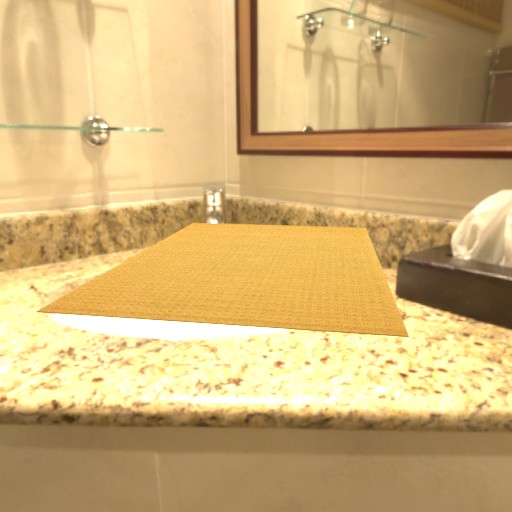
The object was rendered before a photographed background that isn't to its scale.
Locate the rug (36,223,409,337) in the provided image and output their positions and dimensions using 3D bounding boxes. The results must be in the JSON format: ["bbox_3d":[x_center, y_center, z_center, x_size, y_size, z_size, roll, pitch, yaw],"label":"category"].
[{"bbox_3d":[0.000,0.000,3.679,1.981,0.006,2.895,2,14,9],"label":"rug"}]
